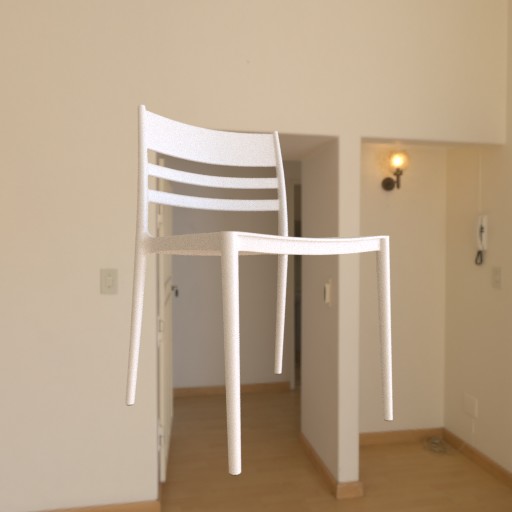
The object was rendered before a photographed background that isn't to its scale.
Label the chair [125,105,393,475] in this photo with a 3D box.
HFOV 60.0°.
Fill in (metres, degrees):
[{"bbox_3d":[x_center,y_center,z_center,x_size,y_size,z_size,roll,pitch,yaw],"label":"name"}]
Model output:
[{"bbox_3d":[0.000,0.000,1.148,0.531,0.800,0.511,-1,1,-36],"label":"chair"}]
